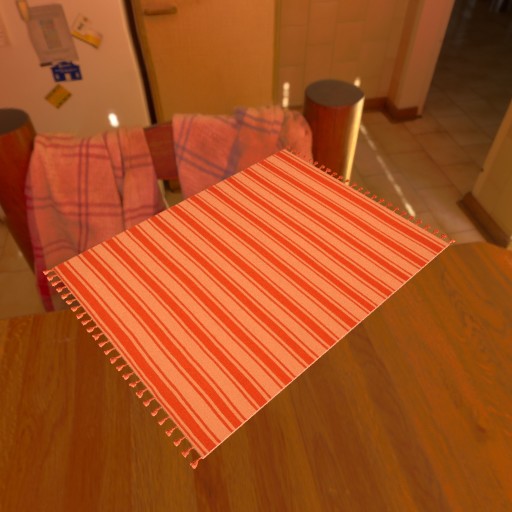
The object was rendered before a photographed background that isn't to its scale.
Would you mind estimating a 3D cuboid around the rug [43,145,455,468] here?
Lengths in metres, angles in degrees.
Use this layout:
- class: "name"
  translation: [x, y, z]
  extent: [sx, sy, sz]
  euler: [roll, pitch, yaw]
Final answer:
- class: "rug"
  translation: [0.000, 0.000, 4.449]
  extent: [3.369, 0.035, 2.451]
  euler: [-33, 54, -28]
